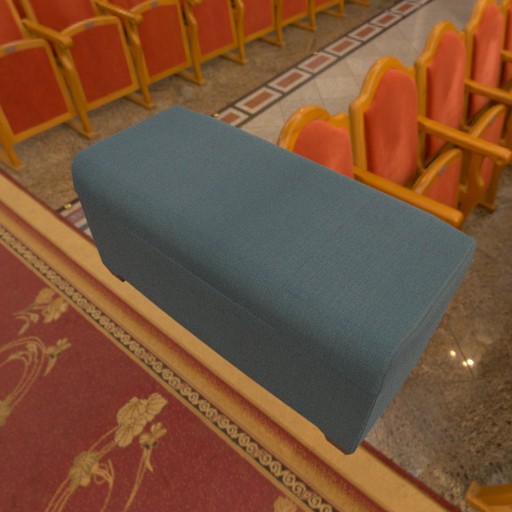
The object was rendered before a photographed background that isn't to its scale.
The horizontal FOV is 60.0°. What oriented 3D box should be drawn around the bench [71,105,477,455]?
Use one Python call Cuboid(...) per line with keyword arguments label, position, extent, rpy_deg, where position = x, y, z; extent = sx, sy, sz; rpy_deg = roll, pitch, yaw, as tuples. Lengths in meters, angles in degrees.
Cuboid(label="bench", position=(0.000, 0.000, 1.246), extent=(0.995, 0.474, 0.476), rpy_deg=(31, 53, 27))
